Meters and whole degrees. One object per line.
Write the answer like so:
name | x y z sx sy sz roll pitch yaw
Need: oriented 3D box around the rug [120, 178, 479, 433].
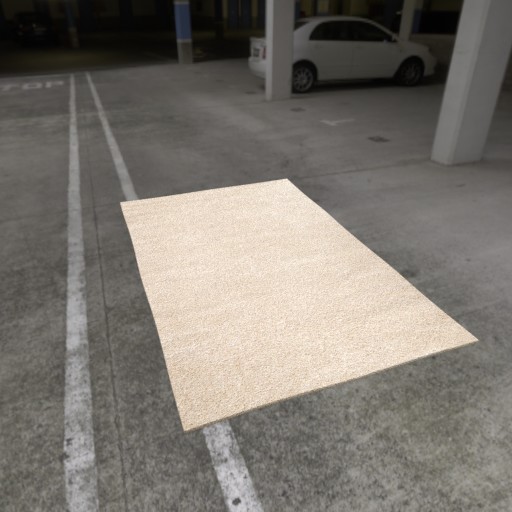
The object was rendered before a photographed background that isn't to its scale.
rug | 0.000 0.000 2.936 1.500 0.025 2.346 -11 33 -18
